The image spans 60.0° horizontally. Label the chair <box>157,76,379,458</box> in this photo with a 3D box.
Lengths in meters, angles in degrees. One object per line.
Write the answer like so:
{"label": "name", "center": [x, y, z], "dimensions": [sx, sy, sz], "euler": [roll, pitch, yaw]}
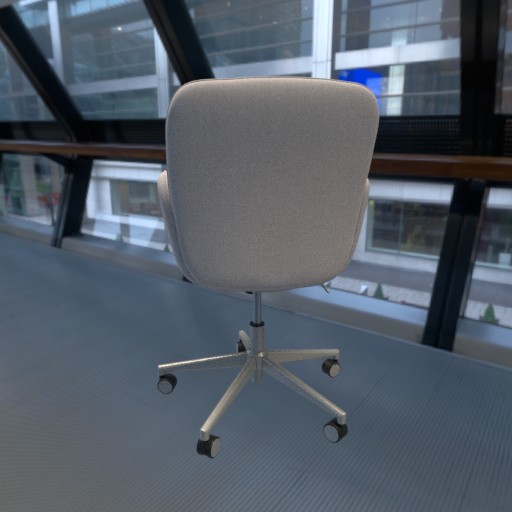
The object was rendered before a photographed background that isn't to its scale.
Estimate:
{"label": "chair", "center": [0.000, 0.000, 1.369], "dimensions": [0.648, 0.959, 0.633], "euler": [-3, 15, -10]}
